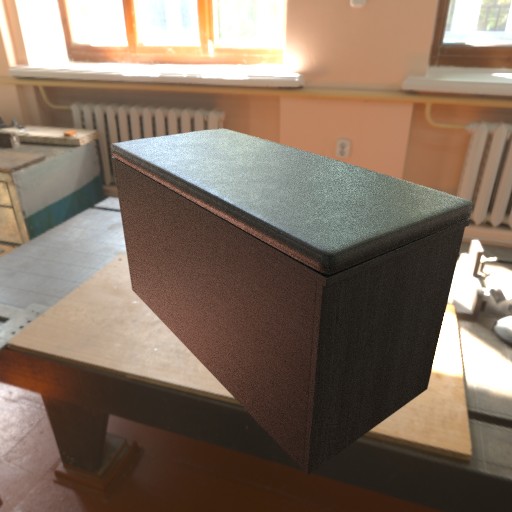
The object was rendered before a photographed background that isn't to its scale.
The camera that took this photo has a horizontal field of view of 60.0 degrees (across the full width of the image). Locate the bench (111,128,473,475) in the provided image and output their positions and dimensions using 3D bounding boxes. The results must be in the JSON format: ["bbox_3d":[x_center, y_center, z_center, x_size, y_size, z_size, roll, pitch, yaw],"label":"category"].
[{"bbox_3d":[0.000,0.000,1.196,0.401,0.501,0.905,-19,32,-32],"label":"bench"}]
